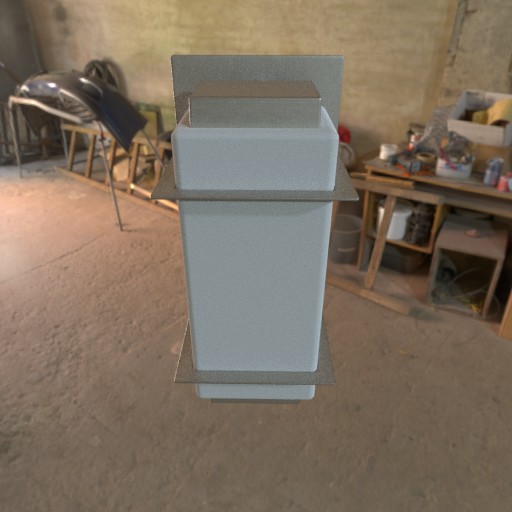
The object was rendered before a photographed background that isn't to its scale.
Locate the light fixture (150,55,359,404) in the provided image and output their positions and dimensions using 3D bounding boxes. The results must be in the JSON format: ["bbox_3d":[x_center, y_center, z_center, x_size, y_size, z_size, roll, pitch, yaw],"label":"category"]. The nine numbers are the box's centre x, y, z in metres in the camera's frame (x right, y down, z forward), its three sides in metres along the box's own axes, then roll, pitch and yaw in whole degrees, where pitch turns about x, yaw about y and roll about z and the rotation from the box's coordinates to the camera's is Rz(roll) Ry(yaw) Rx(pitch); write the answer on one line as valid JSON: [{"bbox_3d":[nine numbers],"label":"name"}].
[{"bbox_3d":[0.000,0.000,0.474,0.168,0.380,0.160,1,31,1],"label":"light fixture"}]
